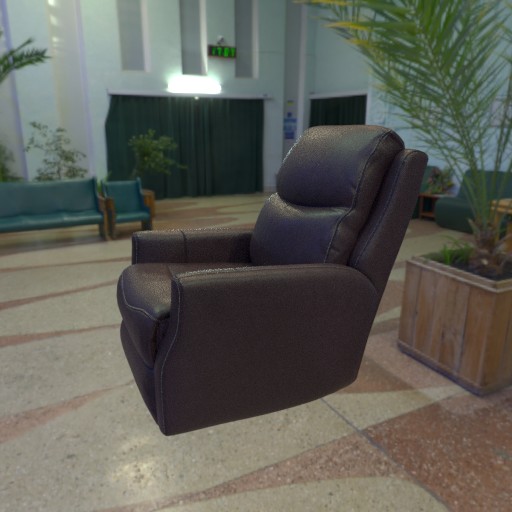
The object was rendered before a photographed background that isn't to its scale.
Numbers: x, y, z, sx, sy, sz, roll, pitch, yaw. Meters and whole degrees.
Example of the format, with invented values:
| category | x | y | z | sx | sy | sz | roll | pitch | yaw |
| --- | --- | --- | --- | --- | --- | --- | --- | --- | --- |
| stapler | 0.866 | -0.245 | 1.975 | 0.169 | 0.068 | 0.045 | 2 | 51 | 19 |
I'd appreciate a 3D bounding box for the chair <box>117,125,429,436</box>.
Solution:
| category | x | y | z | sx | sy | sz | roll | pitch | yaw |
| --- | --- | --- | --- | --- | --- | --- | --- | --- | --- |
| chair | 0.000 | 0.000 | 1.813 | 1.080 | 1.030 | 0.829 | -7 | 17 | -24 |
